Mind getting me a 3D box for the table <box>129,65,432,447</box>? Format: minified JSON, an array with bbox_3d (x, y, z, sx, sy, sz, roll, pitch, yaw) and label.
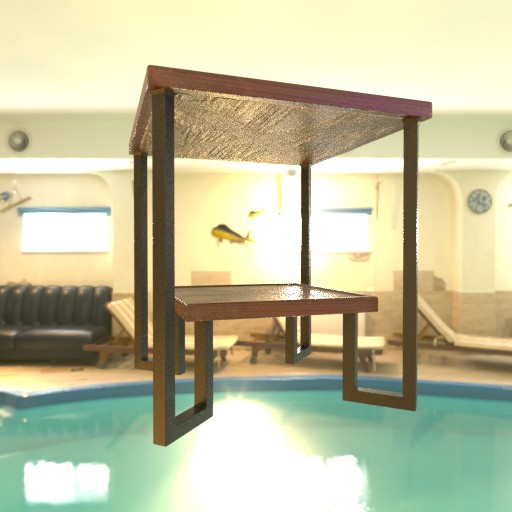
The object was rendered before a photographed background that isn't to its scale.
[{"bbox_3d":[0.000,0.000,0.961,0.503,0.563,0.503,0,1,-19],"label":"table"}]
